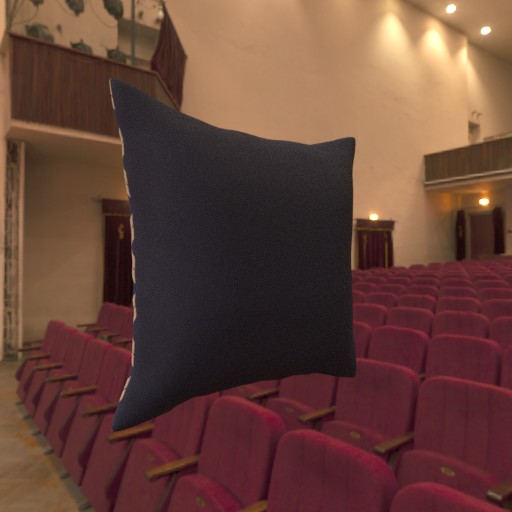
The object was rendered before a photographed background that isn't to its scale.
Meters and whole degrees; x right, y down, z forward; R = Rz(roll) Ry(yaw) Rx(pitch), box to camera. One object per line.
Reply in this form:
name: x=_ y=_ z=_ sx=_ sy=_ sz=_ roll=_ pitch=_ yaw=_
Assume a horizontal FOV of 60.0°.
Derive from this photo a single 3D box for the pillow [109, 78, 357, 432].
pillow: x=0.000 y=0.000 z=0.763 sx=0.504 sy=0.494 sz=0.188 roll=0 pitch=-1 yaw=-36
